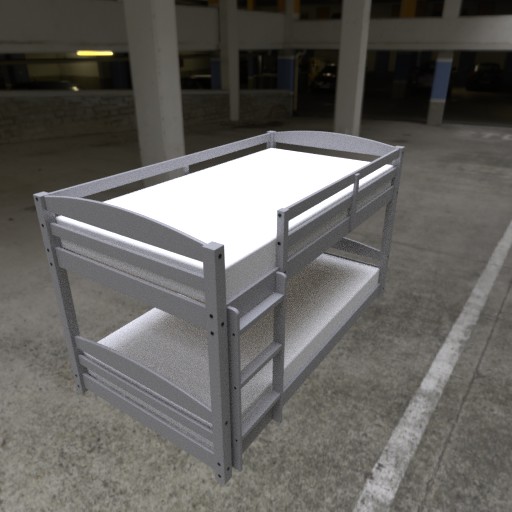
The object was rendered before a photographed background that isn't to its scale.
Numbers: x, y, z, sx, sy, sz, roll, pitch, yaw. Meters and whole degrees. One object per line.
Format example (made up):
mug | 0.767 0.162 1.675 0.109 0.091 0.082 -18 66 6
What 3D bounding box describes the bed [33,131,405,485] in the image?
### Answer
bed | 0.000 0.000 2.738 1.105 1.206 2.013 17 30 31
